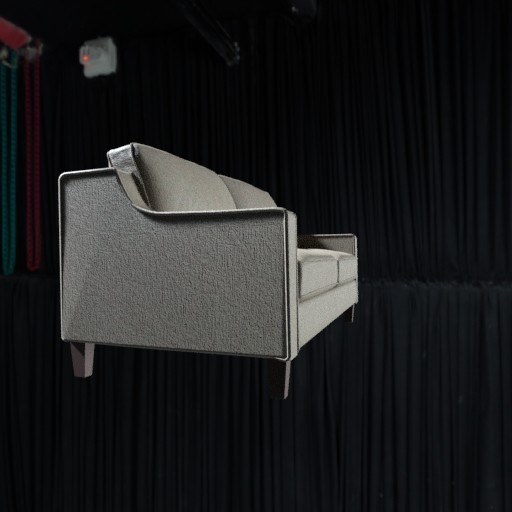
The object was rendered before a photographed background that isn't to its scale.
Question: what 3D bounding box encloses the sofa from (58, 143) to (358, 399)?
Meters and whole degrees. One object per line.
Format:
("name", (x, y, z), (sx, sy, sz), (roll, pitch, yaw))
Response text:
("sofa", (0.000, 0.000, 2.783), (1.073, 1.074, 2.181), (0, 0, 19))
